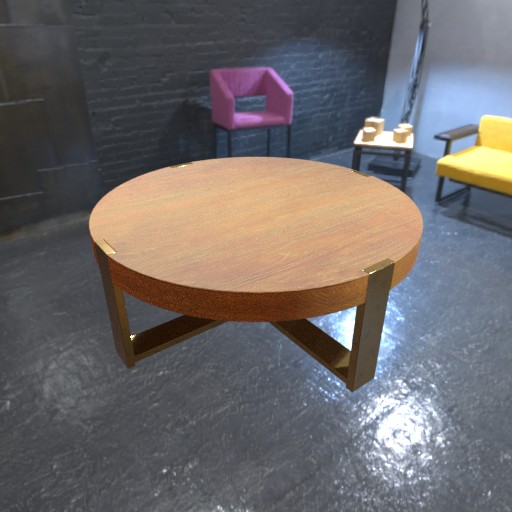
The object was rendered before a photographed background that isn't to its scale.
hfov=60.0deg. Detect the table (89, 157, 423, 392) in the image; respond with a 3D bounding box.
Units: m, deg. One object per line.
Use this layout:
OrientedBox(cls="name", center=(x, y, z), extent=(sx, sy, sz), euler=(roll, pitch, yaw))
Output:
OrientedBox(cls="table", center=(0.000, 0.000, 1.643), extent=(1.100, 0.420, 1.100), euler=(0, 29, 0))
